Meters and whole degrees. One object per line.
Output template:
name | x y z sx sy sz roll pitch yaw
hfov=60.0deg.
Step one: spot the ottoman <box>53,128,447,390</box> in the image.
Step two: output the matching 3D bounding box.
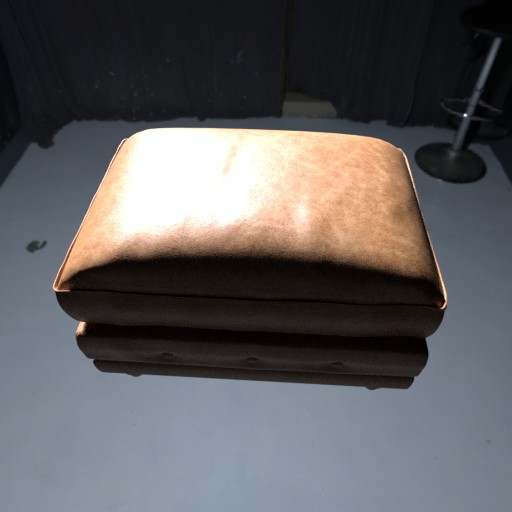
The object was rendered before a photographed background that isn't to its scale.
ottoman | 0.000 0.000 1.055 0.710 0.480 0.533 3 47 2
